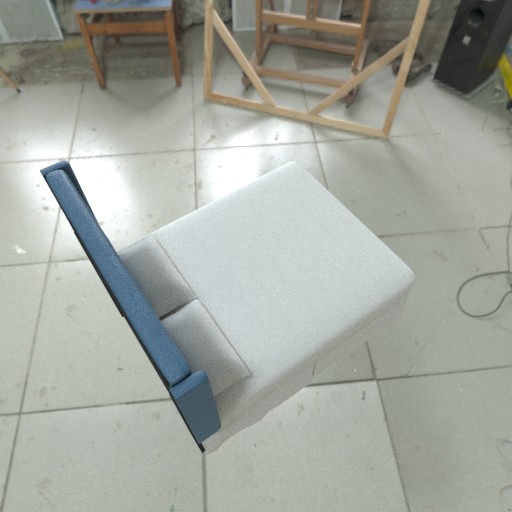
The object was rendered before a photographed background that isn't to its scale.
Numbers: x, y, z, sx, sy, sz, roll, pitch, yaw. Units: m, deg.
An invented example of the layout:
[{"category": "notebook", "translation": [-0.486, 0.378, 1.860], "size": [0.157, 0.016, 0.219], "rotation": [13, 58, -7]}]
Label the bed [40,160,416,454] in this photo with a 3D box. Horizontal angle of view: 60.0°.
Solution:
[{"category": "bed", "translation": [0.000, 0.000, 3.330], "size": [2.078, 1.665, 1.719], "rotation": [-30, 61, -19]}]
